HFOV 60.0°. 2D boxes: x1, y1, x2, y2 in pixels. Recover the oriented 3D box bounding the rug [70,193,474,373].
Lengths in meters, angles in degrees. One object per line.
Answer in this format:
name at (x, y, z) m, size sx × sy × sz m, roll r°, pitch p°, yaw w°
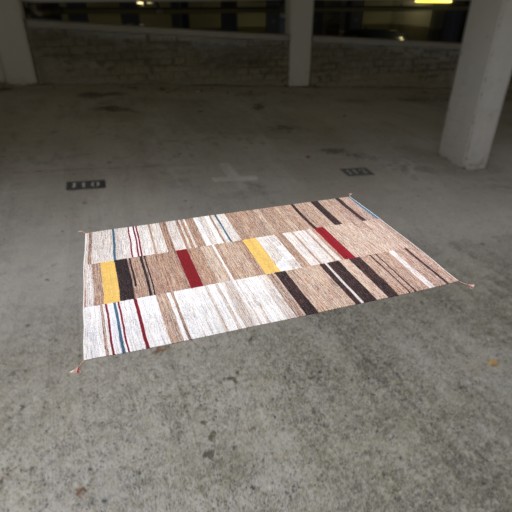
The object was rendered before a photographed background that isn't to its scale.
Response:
rug at (0.000, 0.000, 2.467) m, size 1.918 × 0.007 × 1.268 m, roll -10°, pitch 32°, yaw -15°
